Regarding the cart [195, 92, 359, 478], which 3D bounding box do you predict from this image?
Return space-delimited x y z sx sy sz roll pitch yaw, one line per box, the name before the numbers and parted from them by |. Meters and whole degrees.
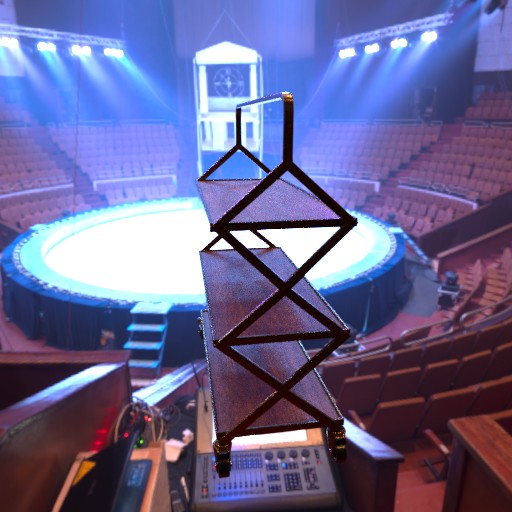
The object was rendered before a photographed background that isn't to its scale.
cart | 0.000 0.000 1.210 0.313 0.805 0.723 -3 17 -9
